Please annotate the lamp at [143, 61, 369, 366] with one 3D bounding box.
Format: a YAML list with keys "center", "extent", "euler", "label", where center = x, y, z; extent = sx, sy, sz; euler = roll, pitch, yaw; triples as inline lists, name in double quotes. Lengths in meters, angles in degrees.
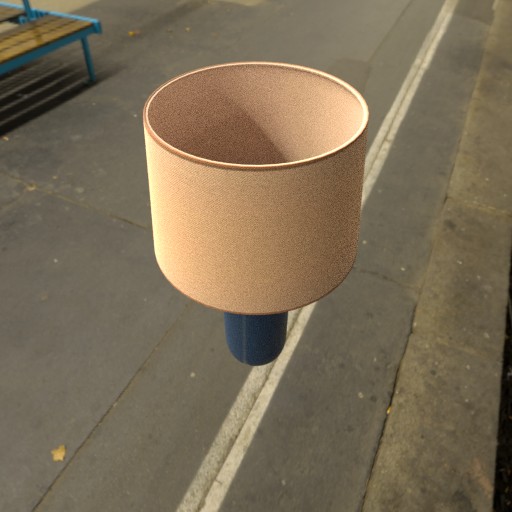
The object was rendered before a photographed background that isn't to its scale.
- center: [0.000, 0.000, 0.850]
  extent: [0.367, 0.609, 0.367]
  euler: [0, 45, 0]
  label: "lamp"
